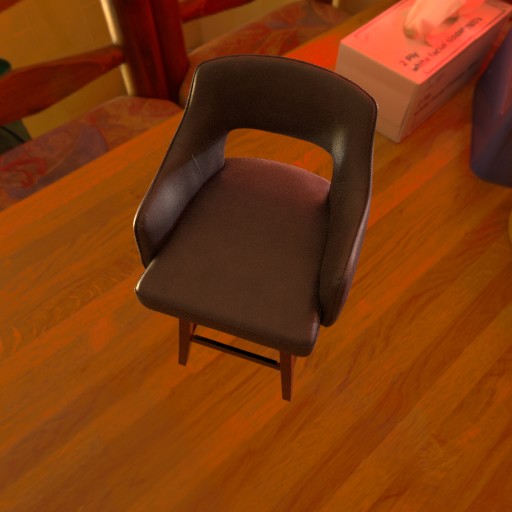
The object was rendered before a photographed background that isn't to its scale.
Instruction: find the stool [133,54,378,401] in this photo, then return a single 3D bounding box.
[{"bbox_3d":[0.000,0.000,1.298,0.550,0.936,0.560,16,60,9],"label":"stool"}]
